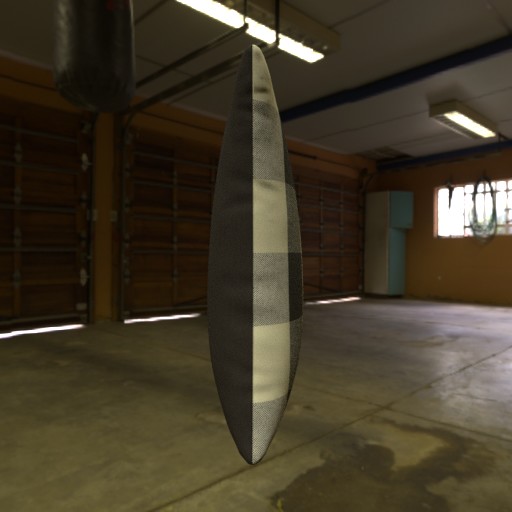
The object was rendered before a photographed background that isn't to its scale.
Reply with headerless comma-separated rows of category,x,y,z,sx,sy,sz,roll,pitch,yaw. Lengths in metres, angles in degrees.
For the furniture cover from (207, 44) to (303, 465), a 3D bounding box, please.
furniture cover,0.000,0.000,0.784,0.161,0.509,0.511,0,0,1
